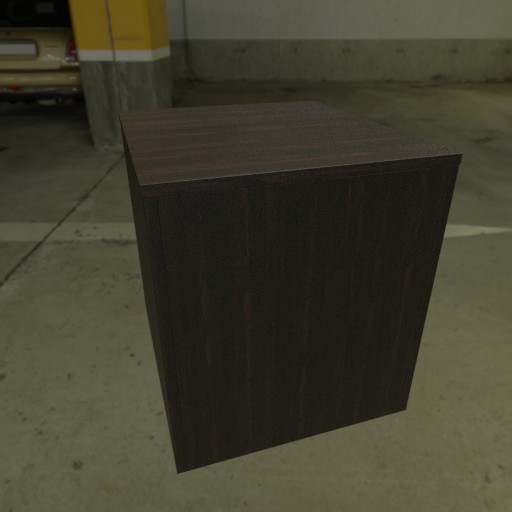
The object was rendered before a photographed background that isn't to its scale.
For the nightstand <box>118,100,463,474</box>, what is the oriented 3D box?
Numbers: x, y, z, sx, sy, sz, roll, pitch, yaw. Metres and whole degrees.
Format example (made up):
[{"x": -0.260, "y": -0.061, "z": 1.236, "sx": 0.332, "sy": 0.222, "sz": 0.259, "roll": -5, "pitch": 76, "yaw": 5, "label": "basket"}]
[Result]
[{"x": 0.000, "y": 0.000, "z": 0.807, "sx": 0.400, "sy": 0.460, "sz": 0.461, "roll": -9, "pitch": 29, "yaw": -16, "label": "nightstand"}]
